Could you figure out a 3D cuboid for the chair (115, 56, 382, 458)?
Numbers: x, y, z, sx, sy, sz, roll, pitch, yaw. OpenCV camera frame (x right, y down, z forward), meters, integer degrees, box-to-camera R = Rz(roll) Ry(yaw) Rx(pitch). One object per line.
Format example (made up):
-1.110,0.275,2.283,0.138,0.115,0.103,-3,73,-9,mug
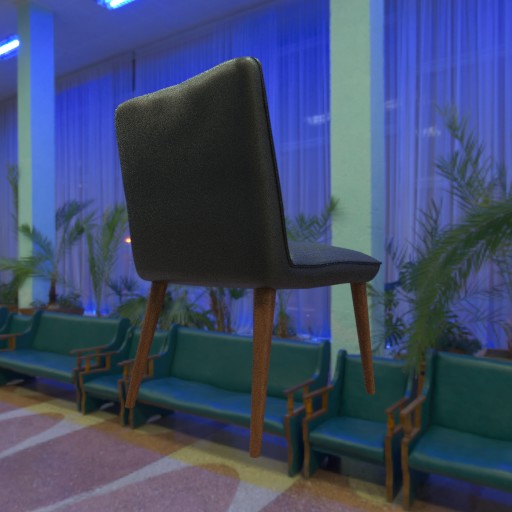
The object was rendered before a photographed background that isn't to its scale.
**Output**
0.000,0.000,1.230,0.543,0.801,0.645,0,0,36,chair
